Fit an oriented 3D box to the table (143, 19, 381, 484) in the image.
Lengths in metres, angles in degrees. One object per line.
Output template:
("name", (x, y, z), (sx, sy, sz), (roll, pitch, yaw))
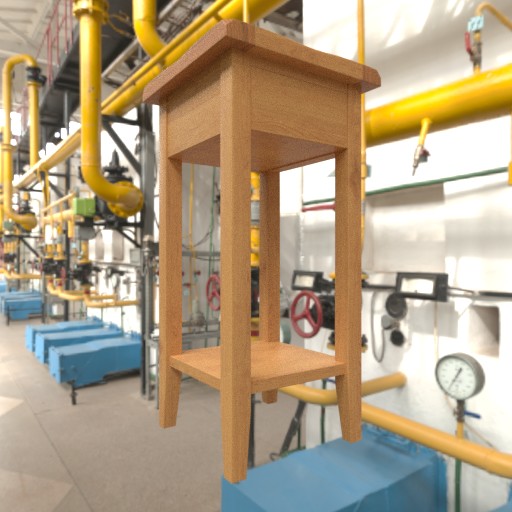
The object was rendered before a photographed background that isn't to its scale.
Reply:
("table", (0.000, 0.000, 0.931), (0.360, 0.740, 0.360), (0, 0, -35))
